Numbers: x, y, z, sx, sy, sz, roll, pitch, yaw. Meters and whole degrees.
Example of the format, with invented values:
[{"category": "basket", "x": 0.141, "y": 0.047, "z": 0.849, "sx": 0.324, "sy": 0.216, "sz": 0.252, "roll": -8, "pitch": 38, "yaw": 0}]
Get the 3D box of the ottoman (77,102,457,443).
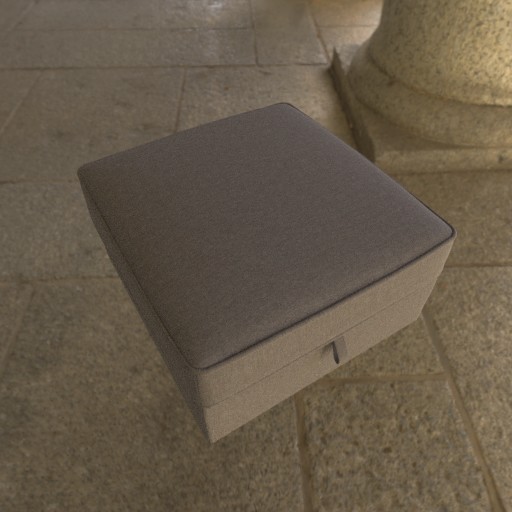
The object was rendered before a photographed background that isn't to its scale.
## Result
[{"category": "ottoman", "x": 0.000, "y": 0.000, "z": 1.411, "sx": 0.808, "sy": 0.612, "sz": 0.871, "roll": -24, "pitch": 52, "yaw": -21}]
